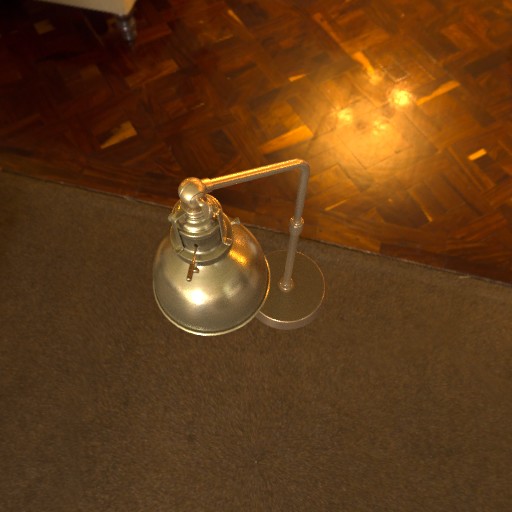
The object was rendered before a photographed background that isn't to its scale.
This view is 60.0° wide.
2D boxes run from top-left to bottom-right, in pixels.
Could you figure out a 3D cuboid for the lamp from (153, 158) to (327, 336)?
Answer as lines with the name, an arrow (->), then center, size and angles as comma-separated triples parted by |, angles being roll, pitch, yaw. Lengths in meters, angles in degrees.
lamp -> 0.000, 0.000, 0.596 | 0.286, 0.456, 0.153 | -32, 69, -14
